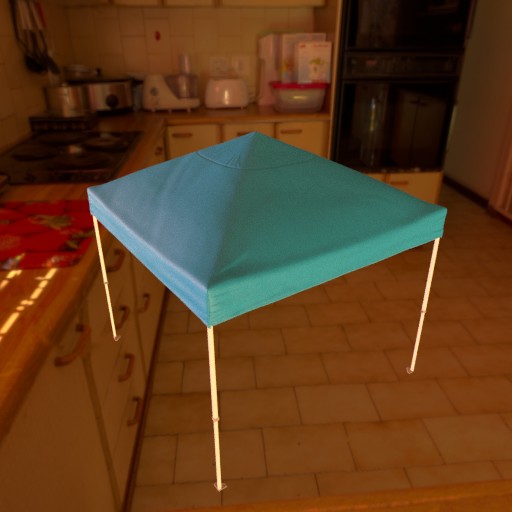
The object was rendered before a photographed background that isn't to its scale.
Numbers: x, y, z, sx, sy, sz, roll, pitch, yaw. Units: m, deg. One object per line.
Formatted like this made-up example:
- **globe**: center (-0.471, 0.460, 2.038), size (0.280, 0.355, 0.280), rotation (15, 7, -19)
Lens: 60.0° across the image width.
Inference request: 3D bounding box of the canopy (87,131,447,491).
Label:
- **canopy**: center (0.000, 0.000, 5.437), size (2.998, 2.997, 2.996), rotation (-17, 31, -31)
